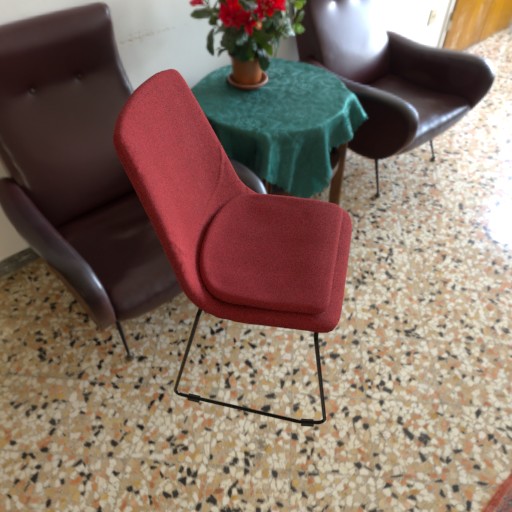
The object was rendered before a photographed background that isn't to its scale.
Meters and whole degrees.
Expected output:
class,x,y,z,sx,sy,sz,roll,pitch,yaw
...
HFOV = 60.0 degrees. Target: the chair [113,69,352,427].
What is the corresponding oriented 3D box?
class,x,y,z,sx,sy,sz,roll,pitch,yaw
chair,0.000,0.000,1.169,0.518,0.858,0.479,10,47,9
